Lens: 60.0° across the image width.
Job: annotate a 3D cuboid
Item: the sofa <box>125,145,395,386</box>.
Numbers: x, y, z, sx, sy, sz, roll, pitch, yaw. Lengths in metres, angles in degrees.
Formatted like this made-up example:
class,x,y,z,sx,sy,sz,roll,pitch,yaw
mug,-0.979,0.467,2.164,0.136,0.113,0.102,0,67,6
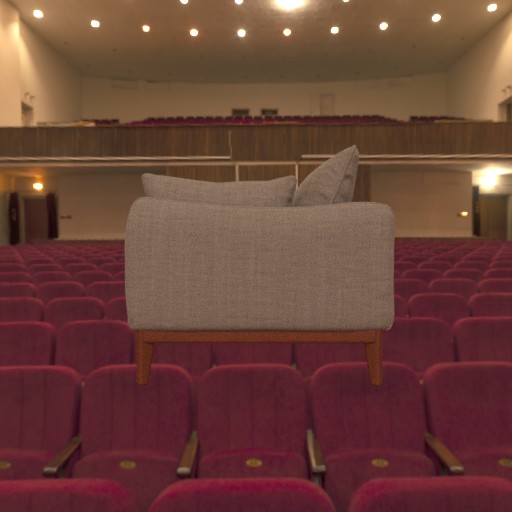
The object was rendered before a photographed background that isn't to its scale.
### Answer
class,x,y,z,sx,sy,sz,roll,pitch,yaw
sofa,0.000,0.000,2.462,0.972,0.851,1.989,0,2,0
